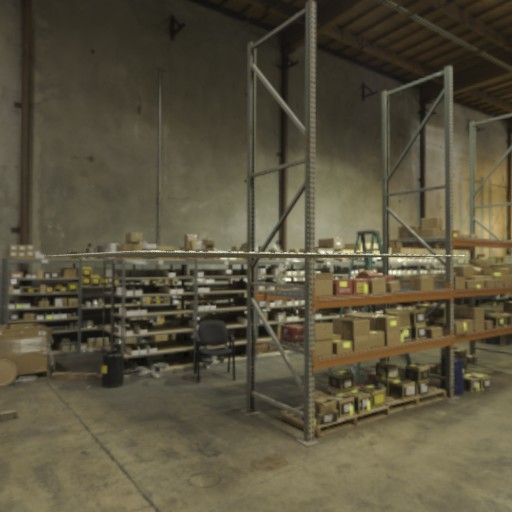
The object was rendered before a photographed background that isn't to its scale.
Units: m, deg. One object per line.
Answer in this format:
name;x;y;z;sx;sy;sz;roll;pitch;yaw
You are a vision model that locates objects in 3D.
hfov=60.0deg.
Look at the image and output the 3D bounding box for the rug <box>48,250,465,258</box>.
rug;0.000;0.000;2.013;1.556;0.006;1.146;1;-1;-36
